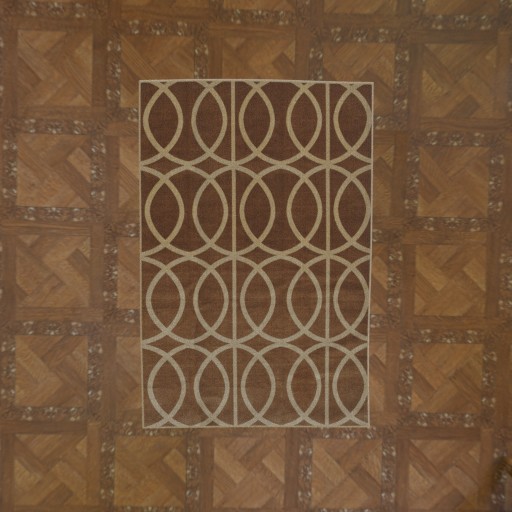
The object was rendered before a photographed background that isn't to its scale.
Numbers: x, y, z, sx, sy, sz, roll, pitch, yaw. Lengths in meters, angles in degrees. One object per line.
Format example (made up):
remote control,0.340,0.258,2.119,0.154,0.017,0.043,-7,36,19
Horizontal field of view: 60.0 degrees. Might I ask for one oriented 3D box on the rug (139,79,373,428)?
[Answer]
rug,0.000,0.000,2.915,1.528,0.014,2.294,0,92,-1
